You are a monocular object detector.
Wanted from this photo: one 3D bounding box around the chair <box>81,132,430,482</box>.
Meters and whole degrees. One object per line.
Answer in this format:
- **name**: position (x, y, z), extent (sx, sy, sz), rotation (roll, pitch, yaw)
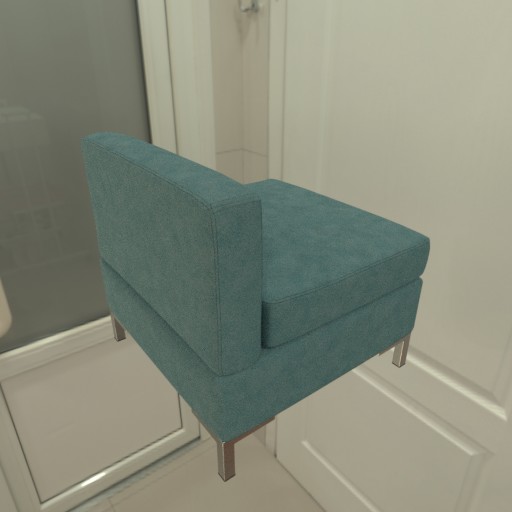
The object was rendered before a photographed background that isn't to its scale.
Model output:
- **chair**: position (0.000, 0.000, 1.238), extent (0.685, 0.660, 0.684), rotation (-19, 32, -33)
